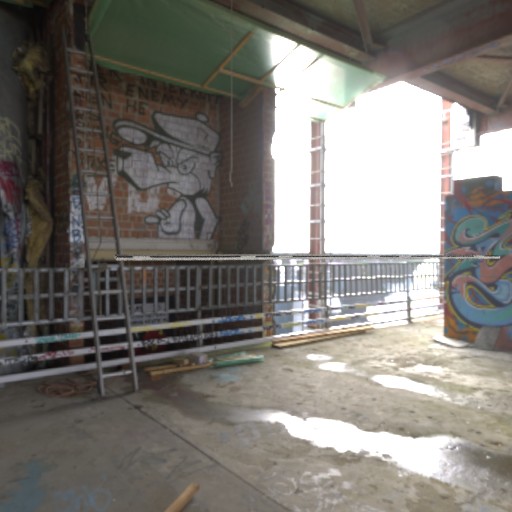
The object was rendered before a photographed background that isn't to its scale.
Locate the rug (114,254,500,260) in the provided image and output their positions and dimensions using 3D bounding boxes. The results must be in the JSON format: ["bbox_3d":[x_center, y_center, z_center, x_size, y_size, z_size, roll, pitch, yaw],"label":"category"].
[{"bbox_3d":[0.000,0.000,4.045,2.466,0.021,3.049,0,0,-18],"label":"rug"}]
